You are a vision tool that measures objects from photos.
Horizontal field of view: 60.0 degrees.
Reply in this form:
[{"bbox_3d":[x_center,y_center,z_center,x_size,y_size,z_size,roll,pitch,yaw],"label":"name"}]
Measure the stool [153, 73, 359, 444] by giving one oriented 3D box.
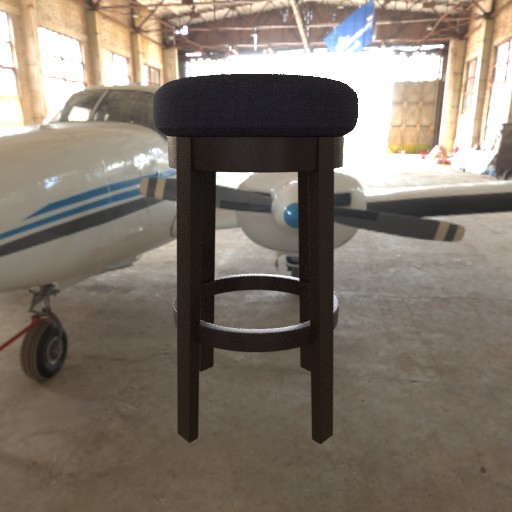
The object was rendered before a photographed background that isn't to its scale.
[{"bbox_3d":[0.000,0.000,1.027,0.446,0.758,0.446,0,15,0],"label":"stool"}]
